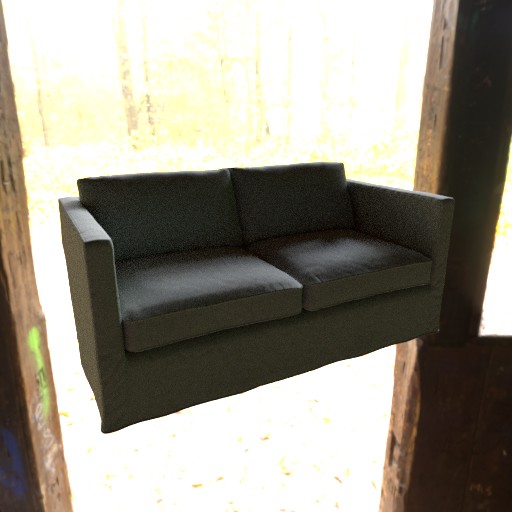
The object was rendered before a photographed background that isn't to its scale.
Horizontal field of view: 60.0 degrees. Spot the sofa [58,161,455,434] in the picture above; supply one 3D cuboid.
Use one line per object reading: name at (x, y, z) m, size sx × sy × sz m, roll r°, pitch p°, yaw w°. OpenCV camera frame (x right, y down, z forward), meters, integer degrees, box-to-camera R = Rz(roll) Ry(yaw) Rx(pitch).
sofa at (0.000, 0.000, 2.217) m, size 1.727 × 0.830 × 0.944 m, roll -9°, pitch 20°, yaw -26°
